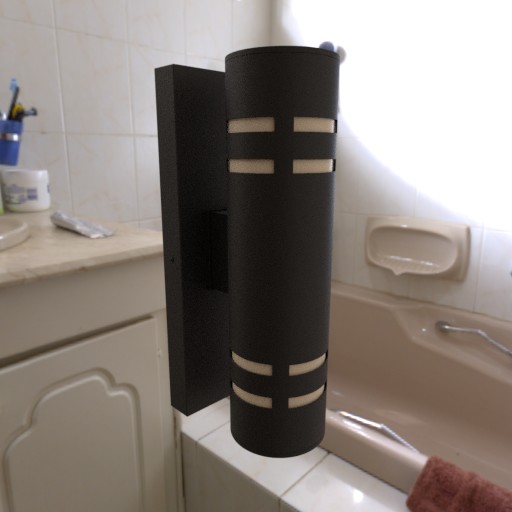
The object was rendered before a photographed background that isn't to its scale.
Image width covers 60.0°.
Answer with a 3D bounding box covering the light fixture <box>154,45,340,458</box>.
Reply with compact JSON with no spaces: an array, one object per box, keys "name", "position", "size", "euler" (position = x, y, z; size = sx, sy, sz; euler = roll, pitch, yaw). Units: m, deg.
[{"name":"light fixture","position":[0.000,0.000,0.409],"size":[0.105,0.330,0.149],"euler":[-13,18,-43]}]
